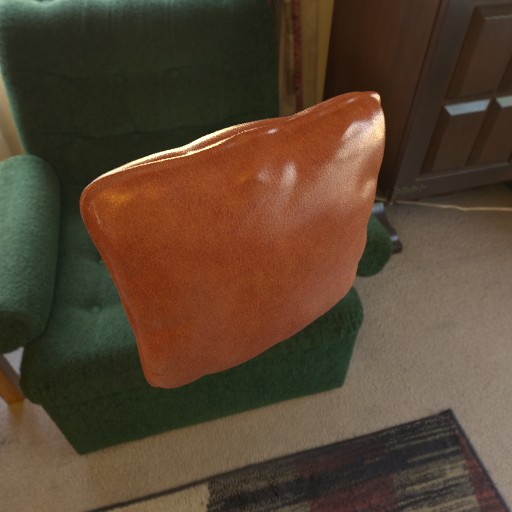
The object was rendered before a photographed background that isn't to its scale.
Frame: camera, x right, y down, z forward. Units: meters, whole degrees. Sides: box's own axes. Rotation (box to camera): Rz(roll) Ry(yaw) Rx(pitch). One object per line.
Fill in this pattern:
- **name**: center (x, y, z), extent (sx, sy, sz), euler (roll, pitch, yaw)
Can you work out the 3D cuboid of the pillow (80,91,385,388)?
- **pillow**: center (0.000, 0.000, 0.828), extent (0.532, 0.523, 0.236), euler (-25, 50, -22)
